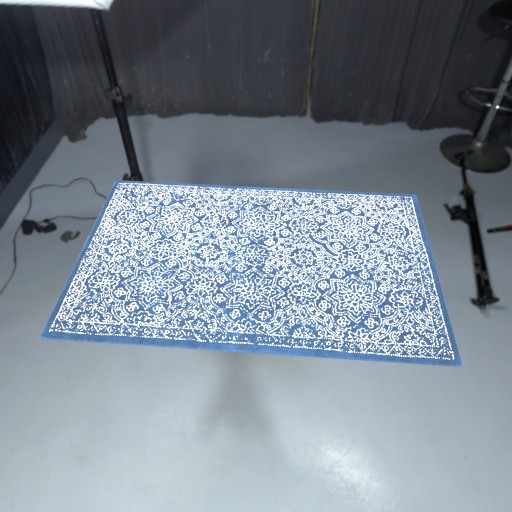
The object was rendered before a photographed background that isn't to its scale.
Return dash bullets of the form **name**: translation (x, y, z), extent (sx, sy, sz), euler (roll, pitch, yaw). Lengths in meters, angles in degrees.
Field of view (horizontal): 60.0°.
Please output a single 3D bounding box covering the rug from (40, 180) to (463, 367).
- **rug**: translation (0.000, 0.000, 3.069), extent (2.441, 0.015, 1.526), euler (3, 47, 3)
